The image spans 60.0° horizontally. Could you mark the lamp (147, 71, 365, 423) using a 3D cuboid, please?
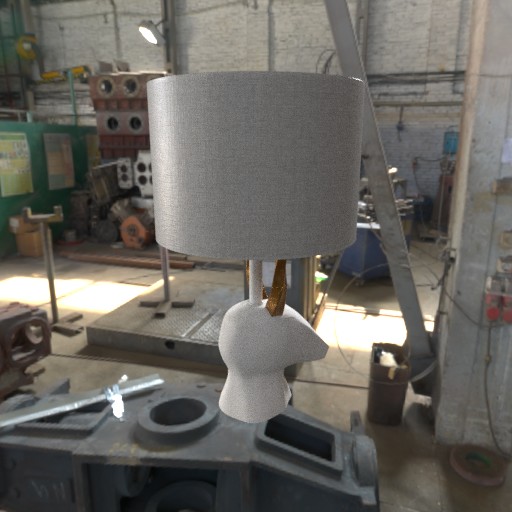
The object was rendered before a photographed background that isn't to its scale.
[{"bbox_3d":[0.000,0.000,0.685,0.298,0.503,0.298,-7,17,-26],"label":"lamp"}]
